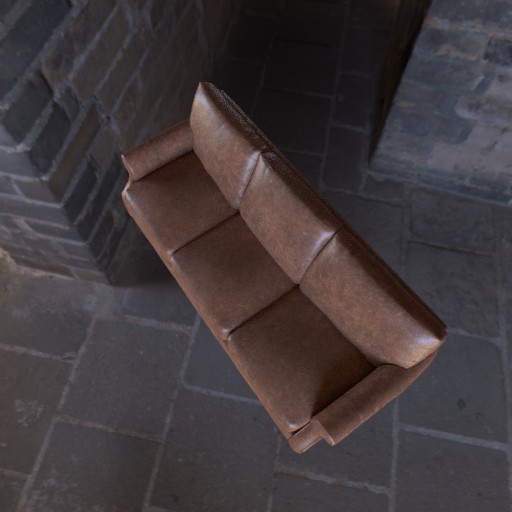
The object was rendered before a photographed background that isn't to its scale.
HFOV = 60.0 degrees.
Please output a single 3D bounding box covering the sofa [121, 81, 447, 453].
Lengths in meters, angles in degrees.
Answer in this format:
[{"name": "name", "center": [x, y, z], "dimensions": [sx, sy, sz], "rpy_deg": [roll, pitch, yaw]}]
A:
[{"name": "sofa", "center": [0.000, 0.000, 2.886], "dimensions": [0.973, 0.977, 2.351], "rpy_deg": [-32, 67, -16]}]
